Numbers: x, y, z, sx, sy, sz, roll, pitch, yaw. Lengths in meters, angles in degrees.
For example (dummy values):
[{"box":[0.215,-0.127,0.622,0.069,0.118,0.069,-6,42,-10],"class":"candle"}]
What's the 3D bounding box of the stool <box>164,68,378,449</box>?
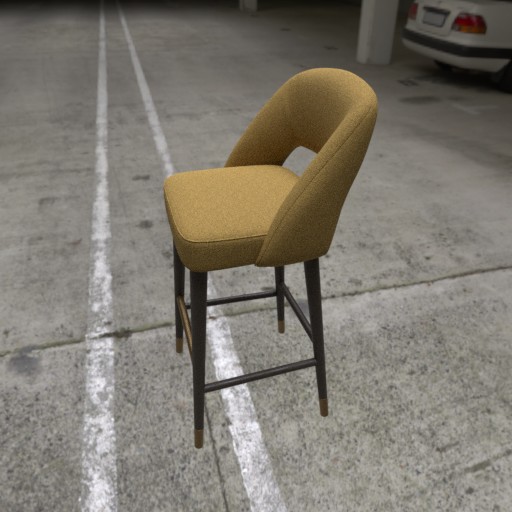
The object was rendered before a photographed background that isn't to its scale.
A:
[{"box":[0.000,0.000,1.348,0.522,1.032,0.536,-8,32,-14],"class":"stool"}]
